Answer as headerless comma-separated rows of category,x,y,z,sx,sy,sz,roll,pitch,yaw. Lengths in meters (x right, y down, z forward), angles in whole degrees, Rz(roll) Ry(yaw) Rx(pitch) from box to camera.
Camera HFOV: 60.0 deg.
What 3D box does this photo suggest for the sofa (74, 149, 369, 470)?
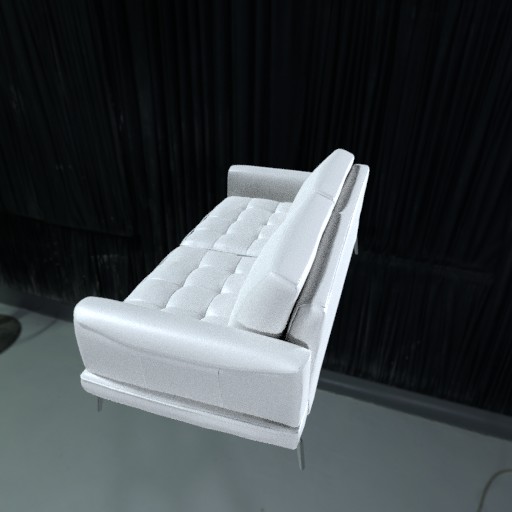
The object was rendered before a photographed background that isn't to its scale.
sofa,0.000,0.000,2.720,1.121,0.930,2.177,9,32,15
